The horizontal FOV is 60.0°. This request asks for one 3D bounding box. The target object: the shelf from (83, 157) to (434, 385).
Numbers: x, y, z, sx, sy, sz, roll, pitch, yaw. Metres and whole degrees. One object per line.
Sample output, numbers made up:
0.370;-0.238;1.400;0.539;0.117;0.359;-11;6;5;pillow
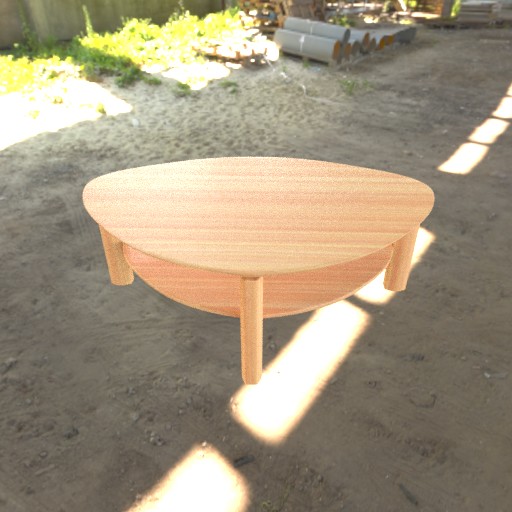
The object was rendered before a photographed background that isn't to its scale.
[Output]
0.000;0.000;1.618;1.246;0.440;0.845;1;33;2;shelf
